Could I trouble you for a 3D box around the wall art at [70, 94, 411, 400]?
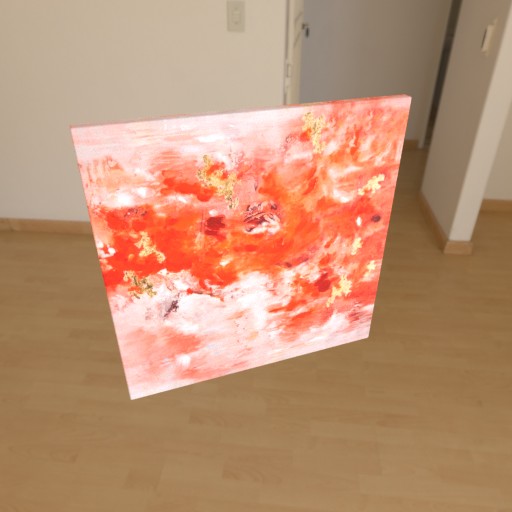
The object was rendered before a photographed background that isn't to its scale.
[{"bbox_3d":[0.000,0.000,1.341,0.878,0.878,0.066,-11,34,-16],"label":"wall art"}]
